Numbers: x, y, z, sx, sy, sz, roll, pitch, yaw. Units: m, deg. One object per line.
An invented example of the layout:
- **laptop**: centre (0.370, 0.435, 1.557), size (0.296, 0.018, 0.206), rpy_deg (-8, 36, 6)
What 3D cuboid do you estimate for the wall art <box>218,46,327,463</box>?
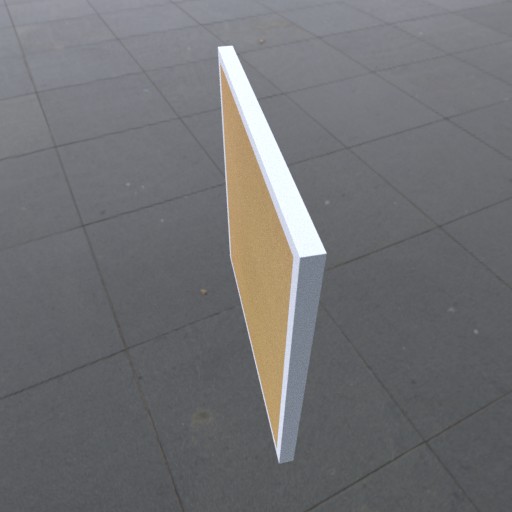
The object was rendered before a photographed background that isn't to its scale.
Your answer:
- **wall art**: centre (0.000, 0.000, 1.136), size (0.038, 0.761, 0.763), rpy_deg (-9, 46, -8)
